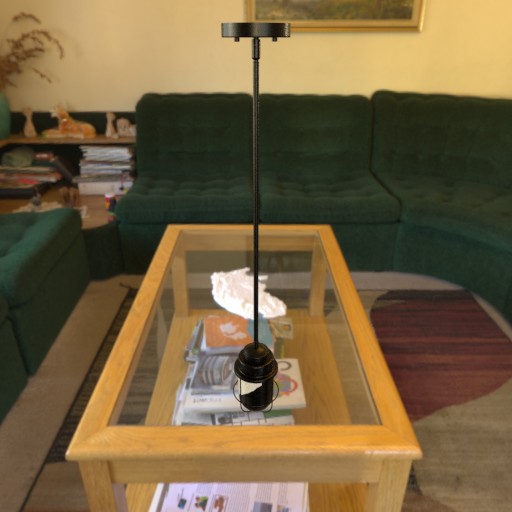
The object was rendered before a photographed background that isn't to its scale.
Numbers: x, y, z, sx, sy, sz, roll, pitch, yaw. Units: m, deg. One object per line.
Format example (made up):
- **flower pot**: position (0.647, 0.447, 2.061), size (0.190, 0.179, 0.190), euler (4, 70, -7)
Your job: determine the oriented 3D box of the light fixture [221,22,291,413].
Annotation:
- **light fixture**: position (0.000, 0.000, 0.990), size (0.123, 0.920, 0.123), euler (-8, 28, -16)
